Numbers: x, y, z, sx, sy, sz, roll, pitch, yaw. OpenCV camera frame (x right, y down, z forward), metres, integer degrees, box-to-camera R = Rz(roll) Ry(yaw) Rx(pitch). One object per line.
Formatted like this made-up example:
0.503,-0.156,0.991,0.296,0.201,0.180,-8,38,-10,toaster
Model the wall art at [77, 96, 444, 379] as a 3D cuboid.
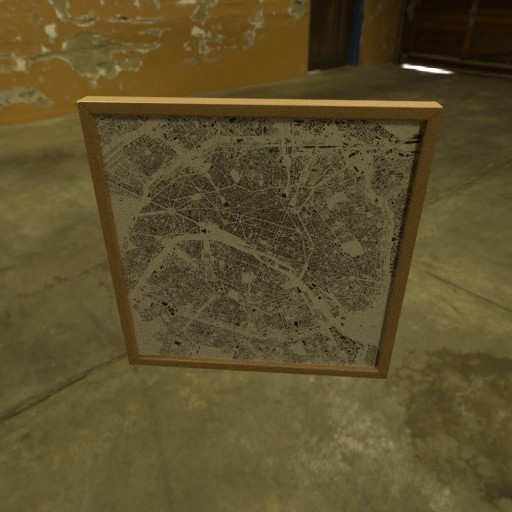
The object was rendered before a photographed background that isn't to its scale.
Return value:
0.000,0.000,0.757,0.509,0.509,0.036,2,31,4,wall art
